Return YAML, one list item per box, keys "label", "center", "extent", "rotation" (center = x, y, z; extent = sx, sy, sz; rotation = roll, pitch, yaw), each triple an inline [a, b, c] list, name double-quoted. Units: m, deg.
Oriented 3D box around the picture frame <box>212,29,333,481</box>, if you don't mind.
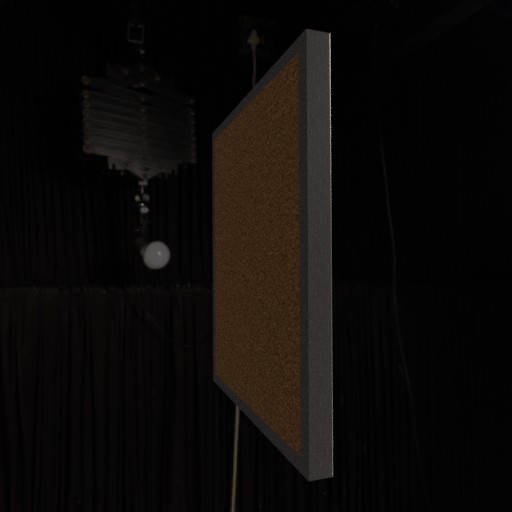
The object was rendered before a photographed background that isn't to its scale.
- label: "picture frame"
  center: [0.000, 0.000, 0.529]
  extent: [0.027, 0.378, 0.327]
  rotation: [0, -1, -19]
